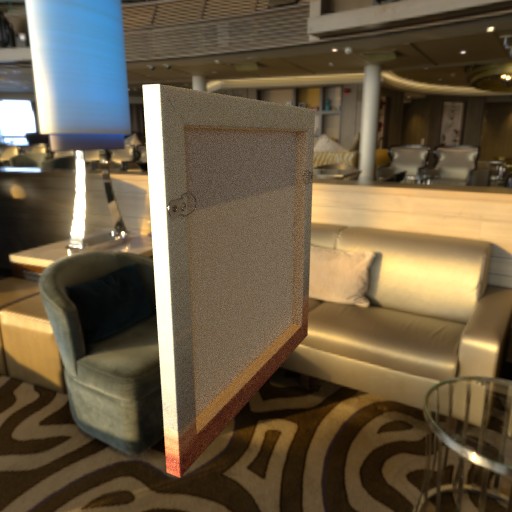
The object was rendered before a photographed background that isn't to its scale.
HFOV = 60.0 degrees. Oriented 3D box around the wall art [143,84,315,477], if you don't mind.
[{"bbox_3d":[0.000,0.000,0.914,0.034,0.605,0.605,7,17,25],"label":"wall art"}]
